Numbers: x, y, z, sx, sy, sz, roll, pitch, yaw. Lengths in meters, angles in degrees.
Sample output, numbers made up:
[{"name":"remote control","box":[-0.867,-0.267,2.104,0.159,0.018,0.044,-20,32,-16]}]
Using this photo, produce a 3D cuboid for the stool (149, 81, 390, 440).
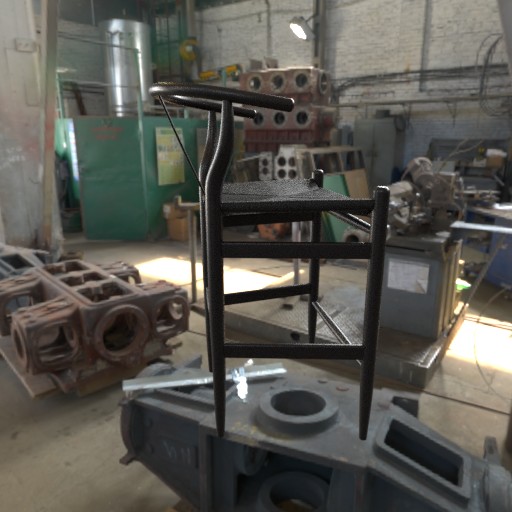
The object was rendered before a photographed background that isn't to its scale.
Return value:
[{"name":"stool","box":[0.000,0.000,1.355,0.579,0.970,0.569,-3,16,-9]}]
